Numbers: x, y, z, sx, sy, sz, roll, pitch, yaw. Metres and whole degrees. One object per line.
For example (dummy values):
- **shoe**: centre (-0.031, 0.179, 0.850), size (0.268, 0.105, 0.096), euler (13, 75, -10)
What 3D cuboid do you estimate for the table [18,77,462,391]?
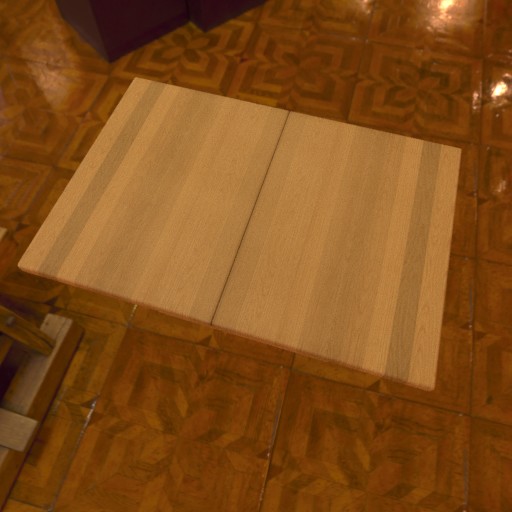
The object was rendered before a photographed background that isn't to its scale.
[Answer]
- **table**: centre (0.000, 0.000, 1.839), size (1.300, 0.770, 0.900), euler (15, 63, 8)
